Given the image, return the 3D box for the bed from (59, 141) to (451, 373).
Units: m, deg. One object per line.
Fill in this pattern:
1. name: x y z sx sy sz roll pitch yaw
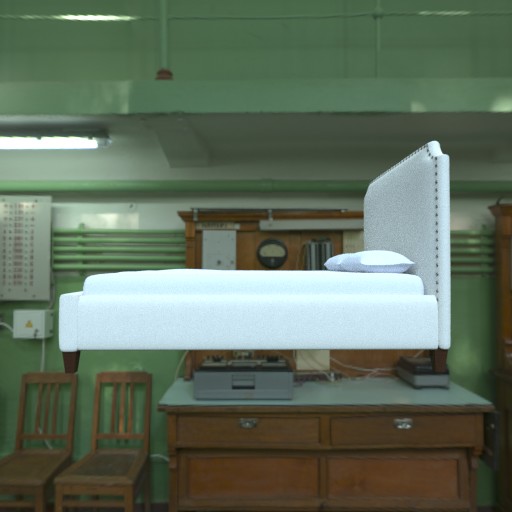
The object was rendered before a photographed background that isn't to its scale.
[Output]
1. bed: 0.000 0.000 3.490 2.372 1.443 1.712 0 -1 -1
